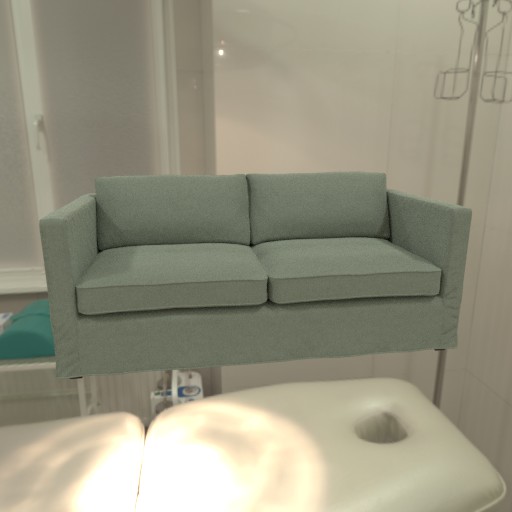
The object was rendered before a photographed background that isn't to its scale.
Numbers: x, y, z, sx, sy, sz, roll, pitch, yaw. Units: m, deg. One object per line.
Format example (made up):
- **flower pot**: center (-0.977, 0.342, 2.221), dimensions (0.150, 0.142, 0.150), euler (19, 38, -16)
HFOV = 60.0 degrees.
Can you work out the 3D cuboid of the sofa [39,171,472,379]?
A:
- **sofa**: center (0.000, 0.000, 2.462), dimensions (1.987, 0.870, 0.940), euler (-2, 15, -9)
